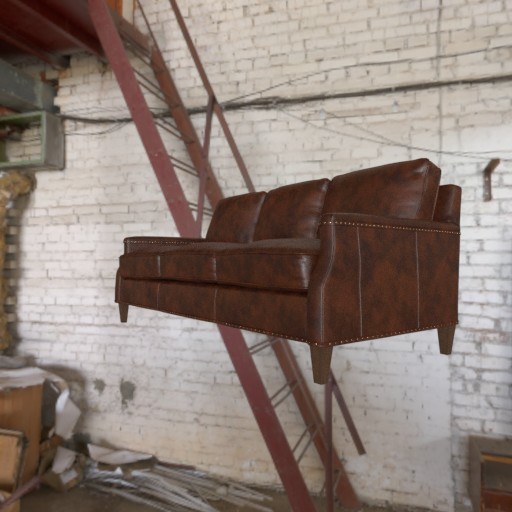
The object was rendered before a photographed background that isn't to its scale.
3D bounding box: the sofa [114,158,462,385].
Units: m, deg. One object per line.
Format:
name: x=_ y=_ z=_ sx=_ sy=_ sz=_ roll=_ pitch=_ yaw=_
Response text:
sofa: x=0.000 y=0.000 z=2.837 sx=1.084 sy=1.003 sz=2.240 roll=0 pitch=-1 yaw=-37
